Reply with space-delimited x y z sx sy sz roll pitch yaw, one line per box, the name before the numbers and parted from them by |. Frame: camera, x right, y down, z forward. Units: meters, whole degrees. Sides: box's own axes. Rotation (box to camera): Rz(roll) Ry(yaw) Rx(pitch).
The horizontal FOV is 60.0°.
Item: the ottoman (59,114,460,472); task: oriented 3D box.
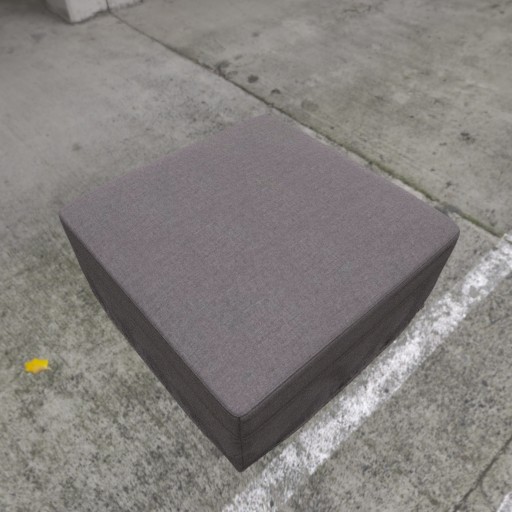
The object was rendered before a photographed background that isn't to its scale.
ottoman | 0.000 0.000 1.363 0.840 0.436 0.843 -33 55 -27
